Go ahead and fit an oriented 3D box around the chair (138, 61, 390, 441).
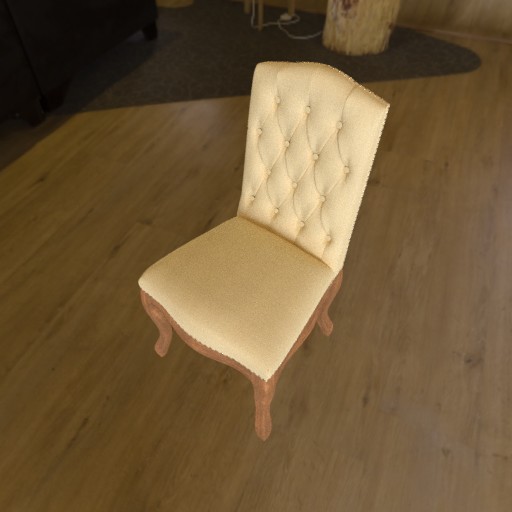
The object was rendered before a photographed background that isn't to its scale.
[{"bbox_3d":[0.000,0.000,1.606,0.623,1.165,0.715,31,54,25],"label":"chair"}]
